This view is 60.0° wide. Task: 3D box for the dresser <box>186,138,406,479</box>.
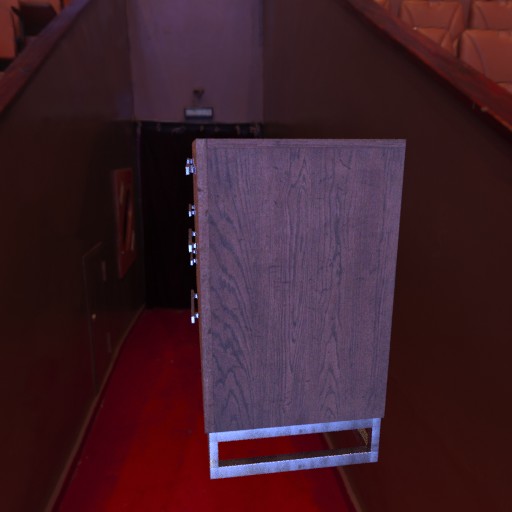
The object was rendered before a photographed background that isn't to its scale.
[{"bbox_3d":[0.000,0.000,2.123,0.623,1.061,1.646,-2,14,-8],"label":"dresser"}]
